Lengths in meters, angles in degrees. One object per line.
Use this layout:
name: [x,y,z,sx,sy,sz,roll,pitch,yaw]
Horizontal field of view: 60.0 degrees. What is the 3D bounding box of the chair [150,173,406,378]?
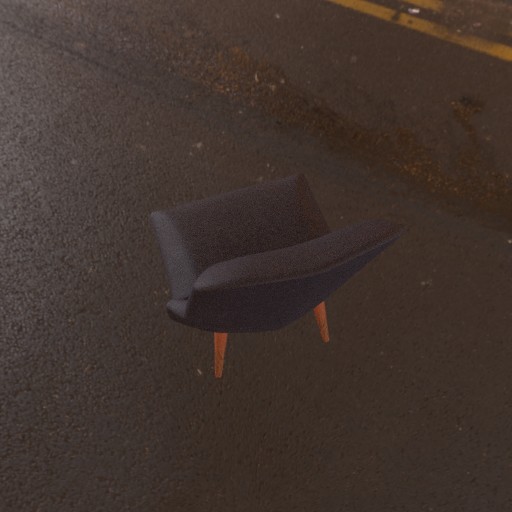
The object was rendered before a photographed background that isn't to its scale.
chair: [0.000,0.000,1.137,0.504,0.820,0.567,-16,61,-9]
